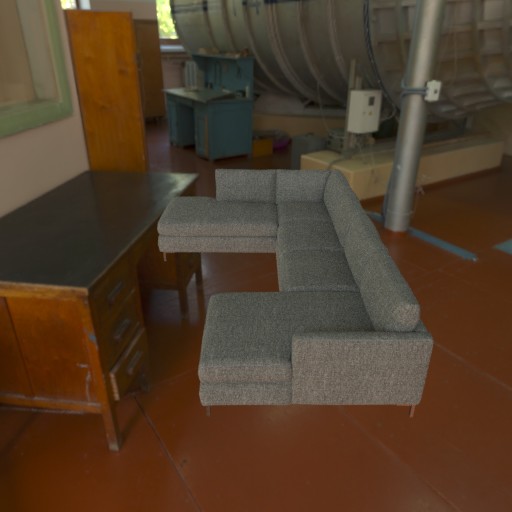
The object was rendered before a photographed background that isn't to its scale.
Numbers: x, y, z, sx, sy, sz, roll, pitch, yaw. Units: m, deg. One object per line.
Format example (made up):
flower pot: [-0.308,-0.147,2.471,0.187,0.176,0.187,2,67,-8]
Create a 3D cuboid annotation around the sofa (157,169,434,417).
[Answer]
sofa: [0.000,0.000,3.581,1.879,0.756,2.737,0,27,0]
